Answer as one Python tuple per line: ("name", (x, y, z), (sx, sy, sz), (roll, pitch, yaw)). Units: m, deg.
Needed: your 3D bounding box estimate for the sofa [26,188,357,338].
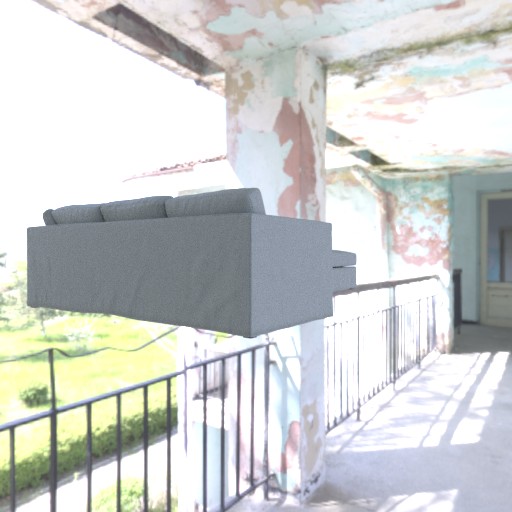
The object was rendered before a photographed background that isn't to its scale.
("sofa", (0.000, 0.000, 4.518), (2.427, 0.882, 3.460), (0, 1, 36))
